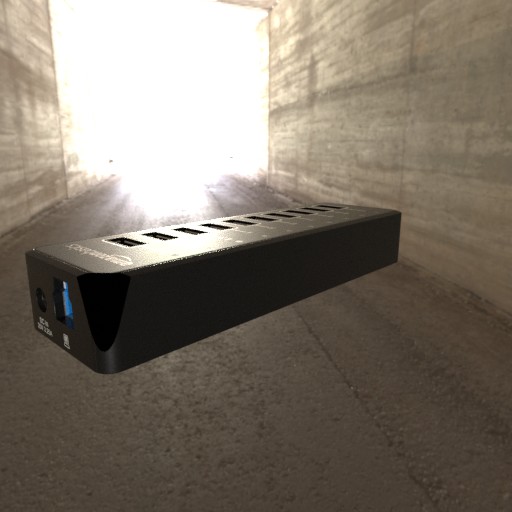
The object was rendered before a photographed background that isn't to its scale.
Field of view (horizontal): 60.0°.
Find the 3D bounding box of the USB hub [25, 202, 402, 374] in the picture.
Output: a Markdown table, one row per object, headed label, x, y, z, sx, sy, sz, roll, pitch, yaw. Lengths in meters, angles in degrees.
| label | x | y | z | sx | sy | sz | roll | pitch | yaw |
| --- | --- | --- | --- | --- | --- | --- | --- | --- | --- |
| USB hub | 0.000 | 0.000 | 0.162 | 0.044 | 0.023 | 0.145 | 13 | 19 | 42 |
